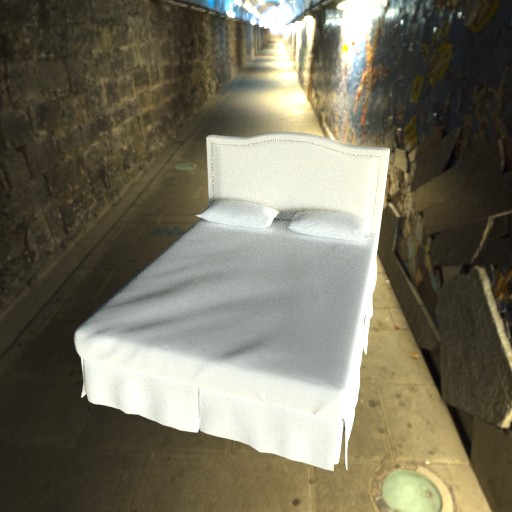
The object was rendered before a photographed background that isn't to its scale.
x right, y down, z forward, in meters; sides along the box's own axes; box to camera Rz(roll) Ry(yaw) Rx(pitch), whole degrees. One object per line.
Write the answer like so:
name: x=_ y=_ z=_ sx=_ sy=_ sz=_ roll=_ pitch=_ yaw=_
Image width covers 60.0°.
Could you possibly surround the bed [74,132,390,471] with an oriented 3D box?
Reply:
bed: x=0.000 y=0.000 z=3.398 sx=1.821 sy=1.436 sz=2.282 roll=9 pitch=28 yaw=16
